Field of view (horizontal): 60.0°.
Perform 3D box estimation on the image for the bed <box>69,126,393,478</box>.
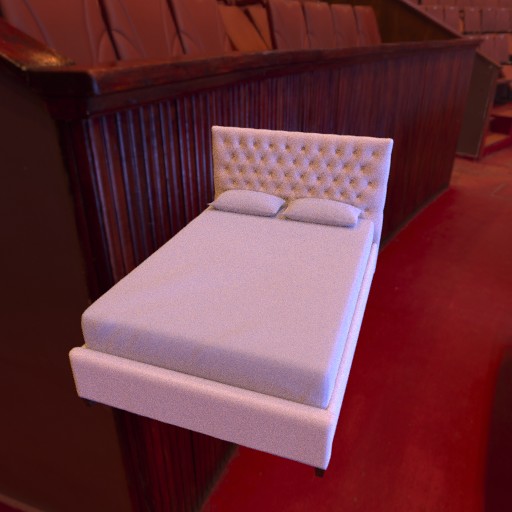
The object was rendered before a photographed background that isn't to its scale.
[{"bbox_3d":[0.000,0.000,3.399,1.698,1.427,2.387,9,29,17],"label":"bed"}]
